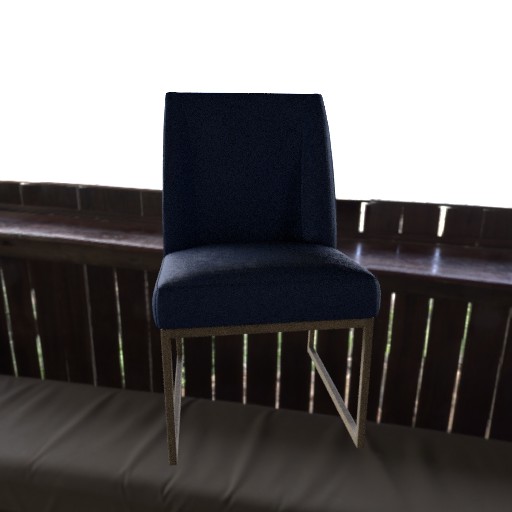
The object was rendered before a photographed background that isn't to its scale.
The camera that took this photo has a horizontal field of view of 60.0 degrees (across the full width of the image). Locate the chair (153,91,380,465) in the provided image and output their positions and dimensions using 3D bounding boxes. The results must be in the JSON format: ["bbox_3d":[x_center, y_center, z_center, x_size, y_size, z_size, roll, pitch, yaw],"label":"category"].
[{"bbox_3d":[0.000,0.000,1.185,0.508,0.863,0.522,-2,16,-7],"label":"chair"}]
